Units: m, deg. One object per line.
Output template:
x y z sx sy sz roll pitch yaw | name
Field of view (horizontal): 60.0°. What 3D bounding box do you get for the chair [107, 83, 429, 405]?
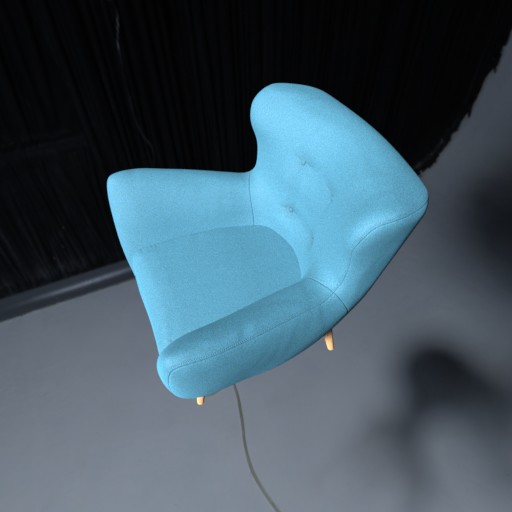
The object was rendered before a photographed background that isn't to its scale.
0.000 0.000 1.618 0.889 0.889 0.890 -17 50 -15 | chair
